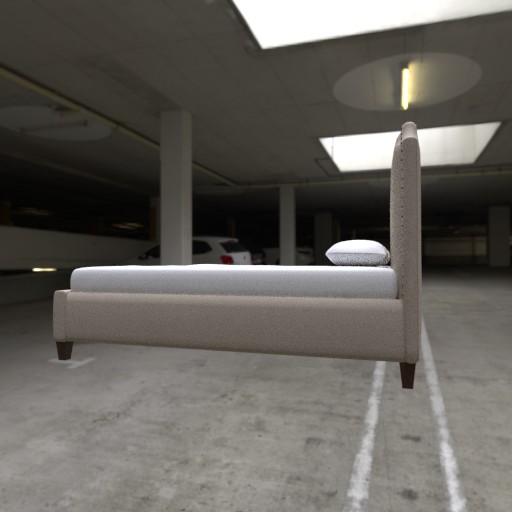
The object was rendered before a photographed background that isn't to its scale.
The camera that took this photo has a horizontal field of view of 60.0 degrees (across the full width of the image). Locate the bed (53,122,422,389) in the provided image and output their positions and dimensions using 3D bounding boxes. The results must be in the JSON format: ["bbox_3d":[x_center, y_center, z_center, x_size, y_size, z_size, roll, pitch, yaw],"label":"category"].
[{"bbox_3d":[0.000,0.000,3.454,2.372,1.443,1.713,0,-1,18],"label":"bed"}]
